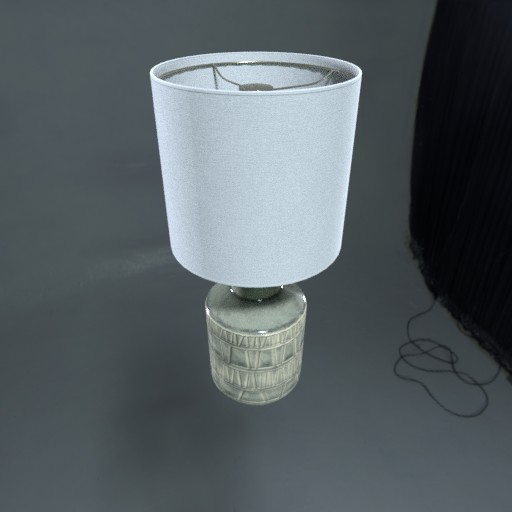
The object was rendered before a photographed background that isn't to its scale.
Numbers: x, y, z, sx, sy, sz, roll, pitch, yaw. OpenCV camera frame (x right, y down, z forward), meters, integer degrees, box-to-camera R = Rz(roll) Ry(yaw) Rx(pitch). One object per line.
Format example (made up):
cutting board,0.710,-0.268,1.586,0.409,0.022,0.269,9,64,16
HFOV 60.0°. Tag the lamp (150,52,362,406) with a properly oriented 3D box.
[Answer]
lamp,0.000,0.000,0.573,0.211,0.455,0.211,-9,34,-14
